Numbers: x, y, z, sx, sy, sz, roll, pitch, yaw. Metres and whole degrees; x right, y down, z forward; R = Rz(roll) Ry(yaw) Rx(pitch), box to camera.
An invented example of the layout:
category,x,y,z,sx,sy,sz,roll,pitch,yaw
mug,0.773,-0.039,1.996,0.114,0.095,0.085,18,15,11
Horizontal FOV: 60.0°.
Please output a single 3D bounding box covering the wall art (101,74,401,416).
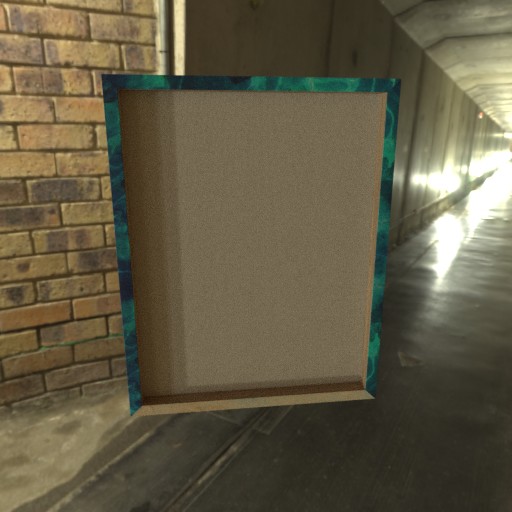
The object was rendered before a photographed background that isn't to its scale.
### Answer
category,x,y,z,sx,sy,sz,roll,pitch,yaw
wall art,0.000,0.000,0.846,0.508,0.635,0.038,-2,15,-7
